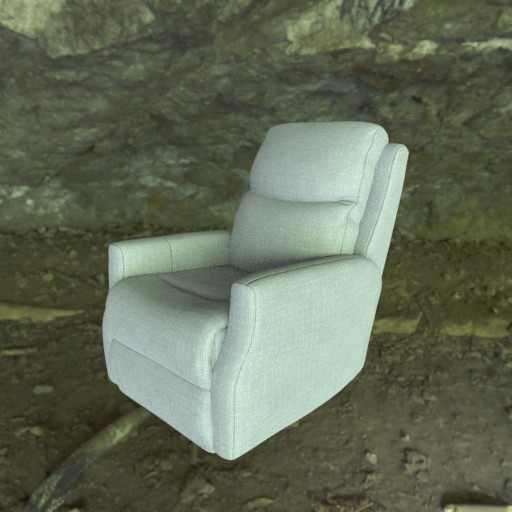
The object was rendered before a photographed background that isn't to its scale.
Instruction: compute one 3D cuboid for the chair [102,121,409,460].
[{"bbox_3d":[0.000,0.000,1.749,0.829,1.030,1.080,13,20,41],"label":"chair"}]
